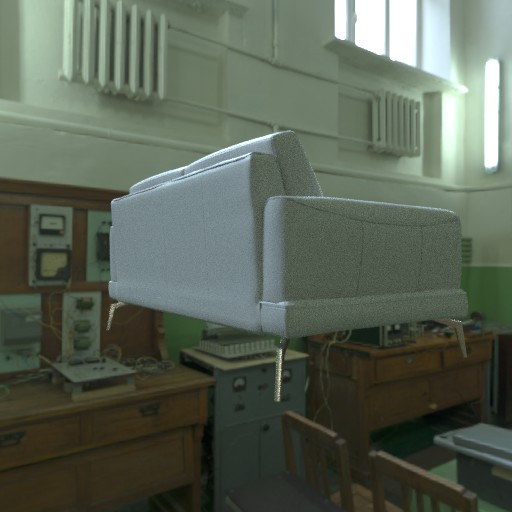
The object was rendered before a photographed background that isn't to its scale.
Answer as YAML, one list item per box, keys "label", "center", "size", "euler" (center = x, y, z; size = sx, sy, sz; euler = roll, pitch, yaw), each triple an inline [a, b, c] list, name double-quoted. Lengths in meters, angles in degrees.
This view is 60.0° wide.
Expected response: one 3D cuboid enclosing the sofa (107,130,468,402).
- label: "sofa"
  center: [0.000, 0.000, 2.407]
  size: [1.121, 0.930, 1.819]
  euler: [0, 0, -36]
